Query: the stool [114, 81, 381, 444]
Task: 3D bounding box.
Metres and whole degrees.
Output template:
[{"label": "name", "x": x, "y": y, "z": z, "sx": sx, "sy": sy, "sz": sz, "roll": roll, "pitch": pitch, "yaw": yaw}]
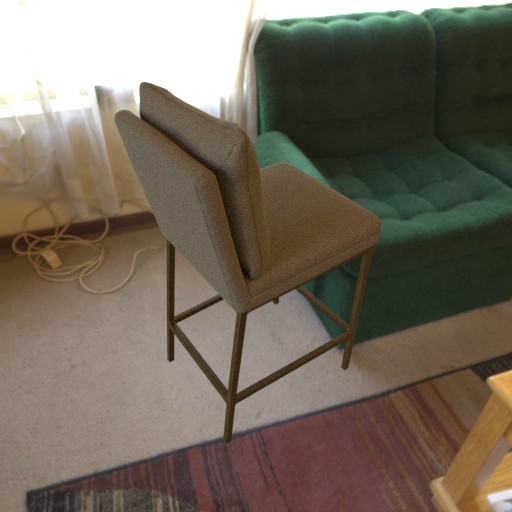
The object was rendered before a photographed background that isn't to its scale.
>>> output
[{"label": "stool", "x": 0.000, "y": 0.000, "z": 1.360, "sx": 0.569, "sy": 1.030, "sz": 0.463, "roll": -24, "pitch": 44, "yaw": -27}]
